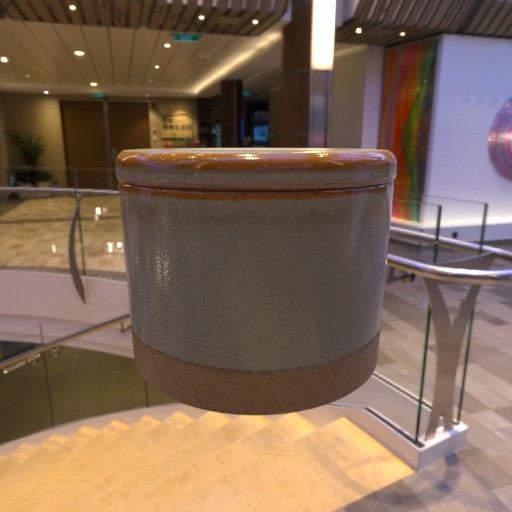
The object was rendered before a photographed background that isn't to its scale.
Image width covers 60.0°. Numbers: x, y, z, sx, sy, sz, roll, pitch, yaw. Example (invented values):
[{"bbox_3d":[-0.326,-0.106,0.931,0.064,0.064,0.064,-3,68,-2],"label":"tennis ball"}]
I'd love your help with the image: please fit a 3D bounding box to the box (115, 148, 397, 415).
[{"bbox_3d":[0.000,0.000,0.213,0.123,0.100,0.123,0,14,0],"label":"box"}]
